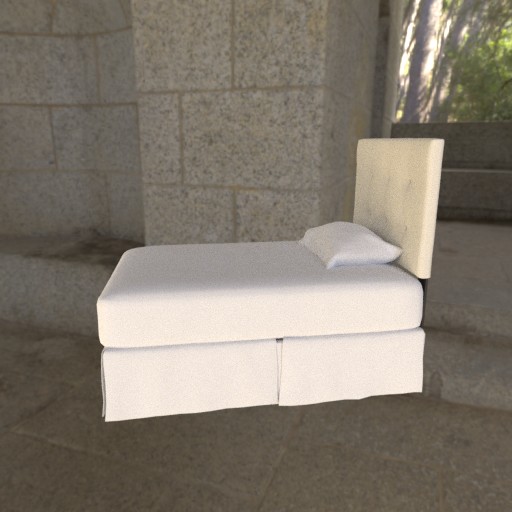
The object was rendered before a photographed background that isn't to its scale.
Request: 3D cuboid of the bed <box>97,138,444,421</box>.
[{"bbox_3d":[0.000,0.000,3.059,1.997,1.571,1.261,-2,15,-8],"label":"bed"}]
